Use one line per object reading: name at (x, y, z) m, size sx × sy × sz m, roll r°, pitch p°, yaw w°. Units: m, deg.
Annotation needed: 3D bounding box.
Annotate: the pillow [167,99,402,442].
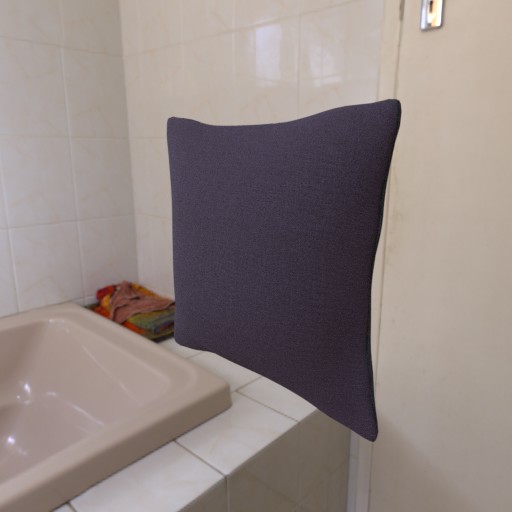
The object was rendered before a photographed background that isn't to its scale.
pillow at (0.000, 0.000, 0.664) m, size 0.437 × 0.419 × 0.136 m, roll 13°, pitch 19°, yaw 43°
